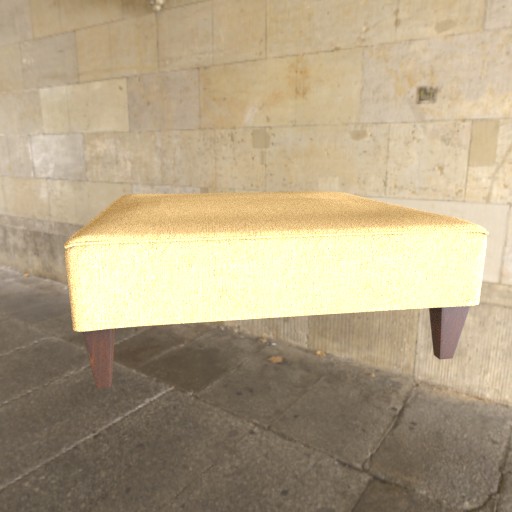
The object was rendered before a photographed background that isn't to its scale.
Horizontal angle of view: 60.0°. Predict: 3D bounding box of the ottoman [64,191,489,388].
[{"bbox_3d":[0.000,0.000,1.466,0.970,0.378,0.981,-2,13,-10],"label":"ottoman"}]
